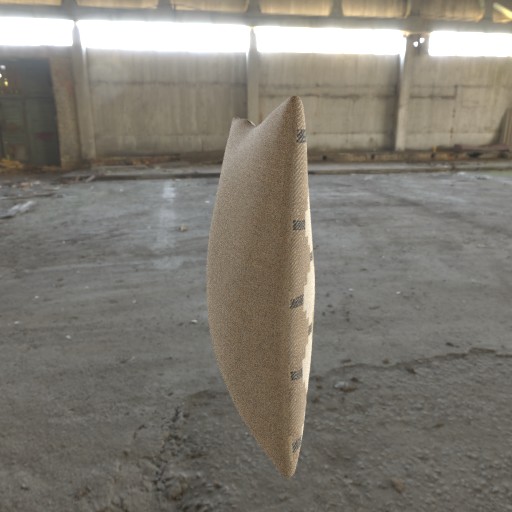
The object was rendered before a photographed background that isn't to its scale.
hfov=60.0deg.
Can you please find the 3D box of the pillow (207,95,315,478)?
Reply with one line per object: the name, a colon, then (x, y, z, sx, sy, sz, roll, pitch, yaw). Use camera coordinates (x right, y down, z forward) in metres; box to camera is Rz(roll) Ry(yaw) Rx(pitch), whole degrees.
pillow: (0.000, 0.000, 0.866, 0.192, 0.558, 0.578, -3, 17, -10)
